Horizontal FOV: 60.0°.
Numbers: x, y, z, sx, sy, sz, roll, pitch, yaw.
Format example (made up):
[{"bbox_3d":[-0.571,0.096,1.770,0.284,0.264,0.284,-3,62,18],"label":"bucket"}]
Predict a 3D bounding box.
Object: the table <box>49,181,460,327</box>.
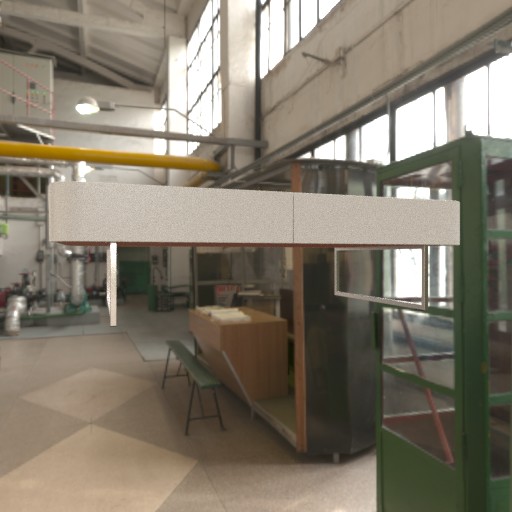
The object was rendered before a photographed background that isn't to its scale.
[{"bbox_3d":[0.000,0.000,1.464,1.200,0.340,0.600,0,0,-19],"label":"table"}]
